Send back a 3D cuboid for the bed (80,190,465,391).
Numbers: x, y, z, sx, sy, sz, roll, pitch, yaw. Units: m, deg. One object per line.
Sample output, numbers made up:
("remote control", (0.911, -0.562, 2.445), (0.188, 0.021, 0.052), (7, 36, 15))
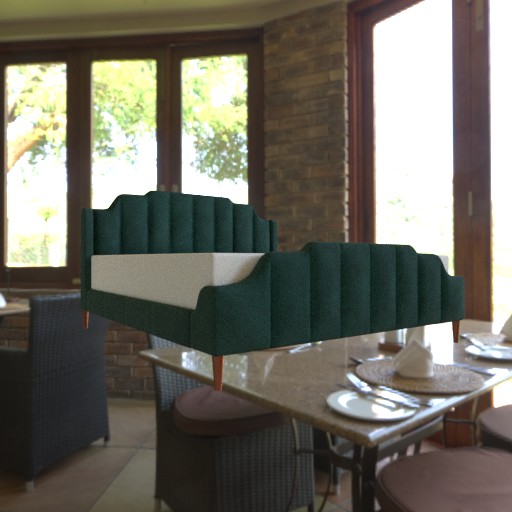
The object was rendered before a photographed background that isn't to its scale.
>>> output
("bed", (0.000, 0.000, 3.493), (2.074, 1.245, 2.340), (0, 0, -36))
